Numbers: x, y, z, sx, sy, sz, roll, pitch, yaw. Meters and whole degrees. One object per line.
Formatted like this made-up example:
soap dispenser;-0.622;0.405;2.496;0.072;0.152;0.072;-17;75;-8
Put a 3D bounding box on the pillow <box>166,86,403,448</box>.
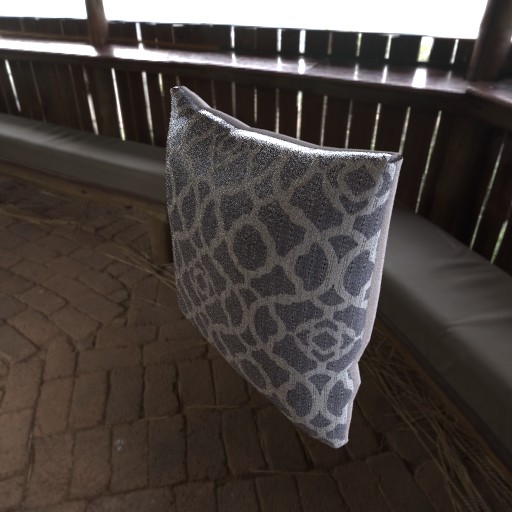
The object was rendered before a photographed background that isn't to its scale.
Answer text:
pillow;0.000;0.000;0.779;0.215;0.498;0.508;-21;37;-31
